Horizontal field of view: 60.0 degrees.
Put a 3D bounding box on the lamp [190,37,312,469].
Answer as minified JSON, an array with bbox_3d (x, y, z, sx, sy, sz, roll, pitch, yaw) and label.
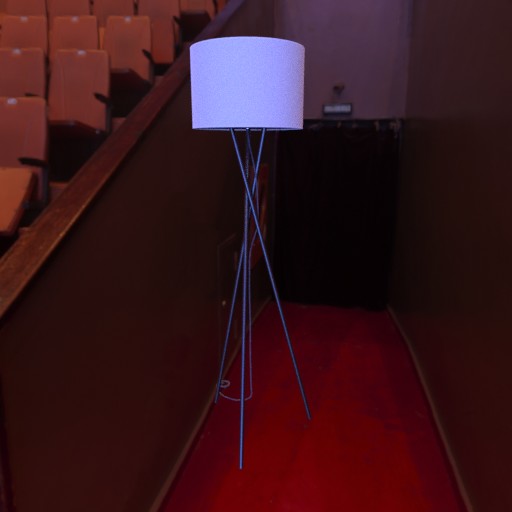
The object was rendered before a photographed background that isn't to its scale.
[{"bbox_3d":[0.000,0.000,1.909,0.522,1.624,0.667,2,15,8],"label":"lamp"}]
